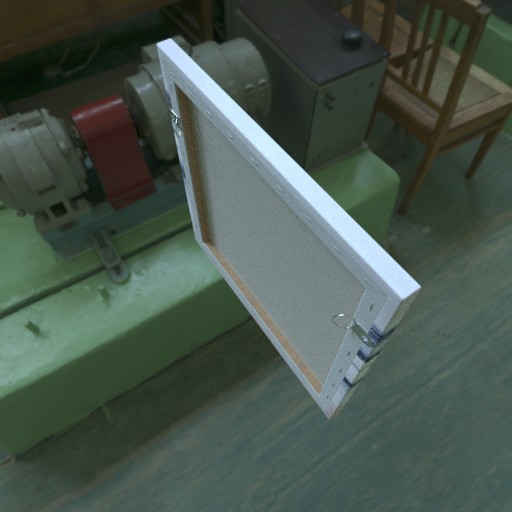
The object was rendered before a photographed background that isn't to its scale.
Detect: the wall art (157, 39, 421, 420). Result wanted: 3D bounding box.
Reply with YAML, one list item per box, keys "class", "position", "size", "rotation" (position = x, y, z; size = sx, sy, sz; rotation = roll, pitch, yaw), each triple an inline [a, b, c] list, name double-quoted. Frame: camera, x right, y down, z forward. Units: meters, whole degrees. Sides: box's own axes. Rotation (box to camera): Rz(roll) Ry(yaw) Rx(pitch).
- class: "wall art"
  position: [0.000, 0.000, 1.108]
  size: [0.065, 0.747, 0.755]
  rotation: [-30, 62, -18]
